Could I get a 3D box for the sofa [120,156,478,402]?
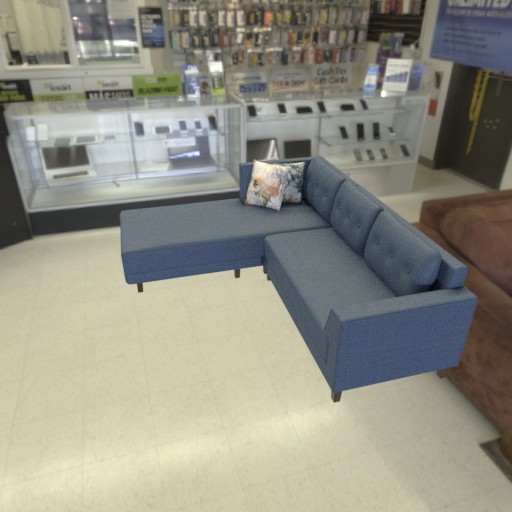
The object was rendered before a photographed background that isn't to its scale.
[{"bbox_3d":[0.000,0.000,3.084,1.829,0.787,2.120,-8,31,-13],"label":"sofa"}]
